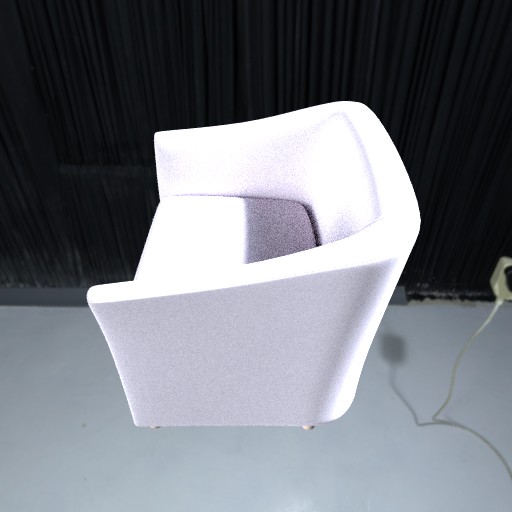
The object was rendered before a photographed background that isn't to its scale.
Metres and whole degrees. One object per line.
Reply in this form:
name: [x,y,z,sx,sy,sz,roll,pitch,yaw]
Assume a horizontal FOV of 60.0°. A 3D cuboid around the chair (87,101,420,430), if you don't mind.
chair: [0.000,0.000,1.327,0.700,0.720,0.790,0,40,0]
